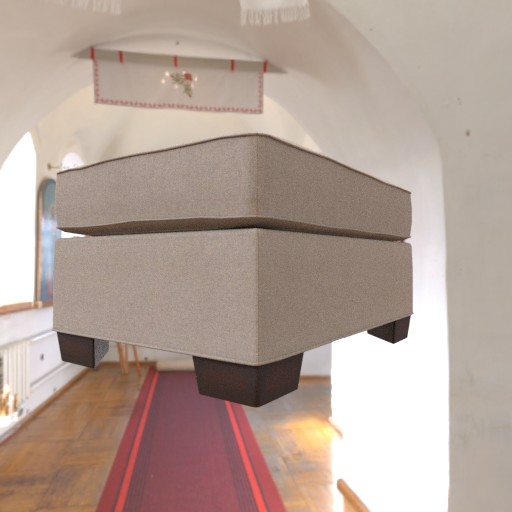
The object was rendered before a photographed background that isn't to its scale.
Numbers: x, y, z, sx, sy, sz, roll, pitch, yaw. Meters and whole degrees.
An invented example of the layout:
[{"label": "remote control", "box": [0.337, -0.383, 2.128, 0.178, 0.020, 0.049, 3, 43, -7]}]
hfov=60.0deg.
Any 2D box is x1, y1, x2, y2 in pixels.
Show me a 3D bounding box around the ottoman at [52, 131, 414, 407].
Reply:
[{"label": "ottoman", "box": [0.000, 0.000, 1.217, 0.617, 0.503, 0.846, 0, 0, 36]}]
